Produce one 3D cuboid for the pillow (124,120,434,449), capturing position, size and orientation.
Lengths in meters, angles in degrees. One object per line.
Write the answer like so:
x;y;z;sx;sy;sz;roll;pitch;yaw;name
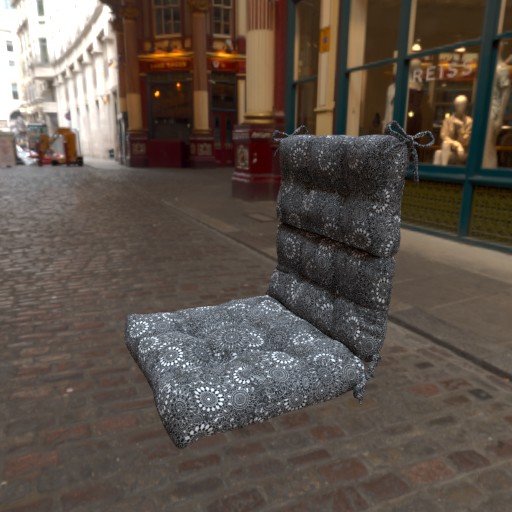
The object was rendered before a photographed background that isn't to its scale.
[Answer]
0.000;0.000;1.044;0.571;0.605;0.519;-7;17;-25;pillow
